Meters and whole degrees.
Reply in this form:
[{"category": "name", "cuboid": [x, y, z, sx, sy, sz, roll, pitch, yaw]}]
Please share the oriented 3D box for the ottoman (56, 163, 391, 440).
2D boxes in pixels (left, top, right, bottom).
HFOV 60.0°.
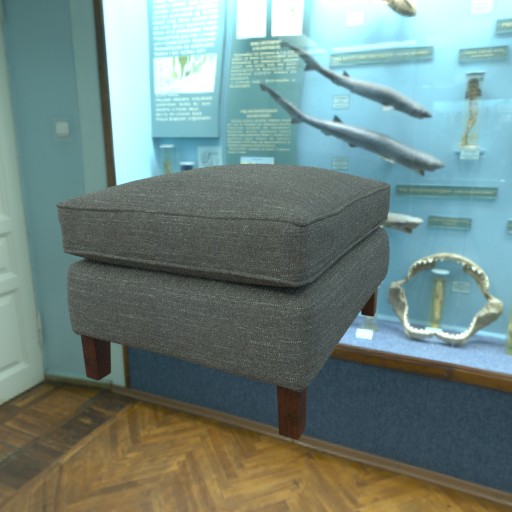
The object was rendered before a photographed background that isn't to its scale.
[{"category": "ottoman", "cuboid": [0.000, 0.000, 0.999, 0.508, 0.406, 0.686, 7, 15, 25]}]
